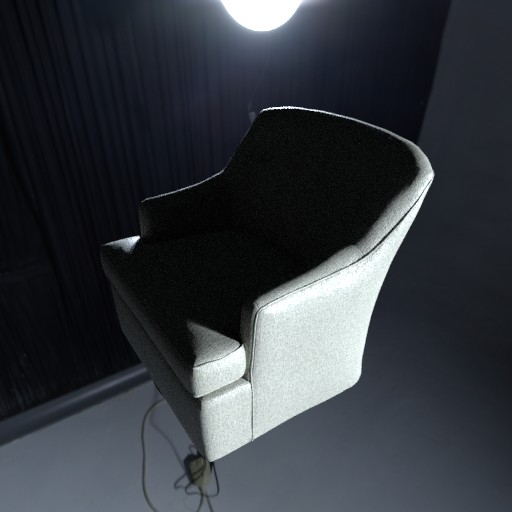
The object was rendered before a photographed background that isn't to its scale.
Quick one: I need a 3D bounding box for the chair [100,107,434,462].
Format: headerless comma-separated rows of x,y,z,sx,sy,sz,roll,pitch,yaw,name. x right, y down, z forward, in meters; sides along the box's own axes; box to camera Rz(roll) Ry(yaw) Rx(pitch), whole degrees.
0.000,0.000,1.595,0.923,0.856,0.864,-19,36,-29,chair
